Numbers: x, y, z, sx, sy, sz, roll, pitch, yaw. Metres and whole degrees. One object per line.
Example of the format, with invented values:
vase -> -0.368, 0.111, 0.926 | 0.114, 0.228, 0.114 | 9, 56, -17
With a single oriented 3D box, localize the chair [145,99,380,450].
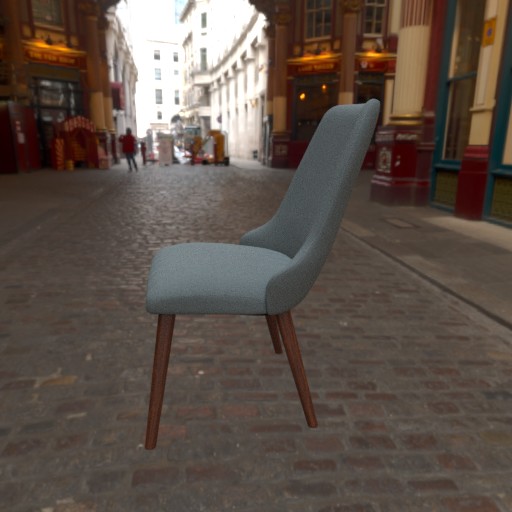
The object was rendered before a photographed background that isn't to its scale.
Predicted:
chair -> 0.000, 0.000, 1.385 | 0.707, 0.918, 0.535 | -2, 15, -8
